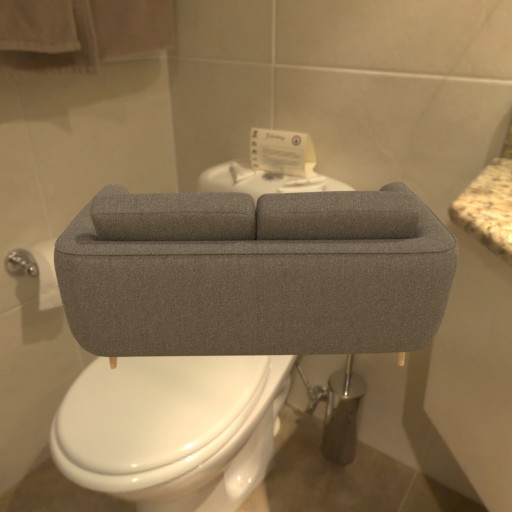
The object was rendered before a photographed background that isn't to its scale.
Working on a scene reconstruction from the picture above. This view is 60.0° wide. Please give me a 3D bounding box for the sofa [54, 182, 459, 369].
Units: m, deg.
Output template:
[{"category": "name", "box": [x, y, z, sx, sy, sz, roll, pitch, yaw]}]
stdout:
[{"category": "sofa", "box": [0.000, 0.000, 2.207, 1.700, 0.870, 0.920, 0, 29, -1]}]
